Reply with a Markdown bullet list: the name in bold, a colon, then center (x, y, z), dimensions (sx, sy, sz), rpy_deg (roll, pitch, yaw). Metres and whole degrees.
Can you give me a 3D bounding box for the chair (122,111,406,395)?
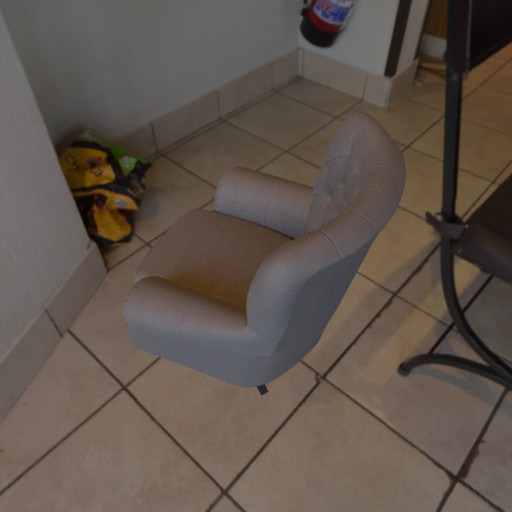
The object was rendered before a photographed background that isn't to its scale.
- **chair**: center (0.000, 0.000, 1.852), dimensions (0.983, 1.046, 0.983), rpy_deg (17, 49, 16)
